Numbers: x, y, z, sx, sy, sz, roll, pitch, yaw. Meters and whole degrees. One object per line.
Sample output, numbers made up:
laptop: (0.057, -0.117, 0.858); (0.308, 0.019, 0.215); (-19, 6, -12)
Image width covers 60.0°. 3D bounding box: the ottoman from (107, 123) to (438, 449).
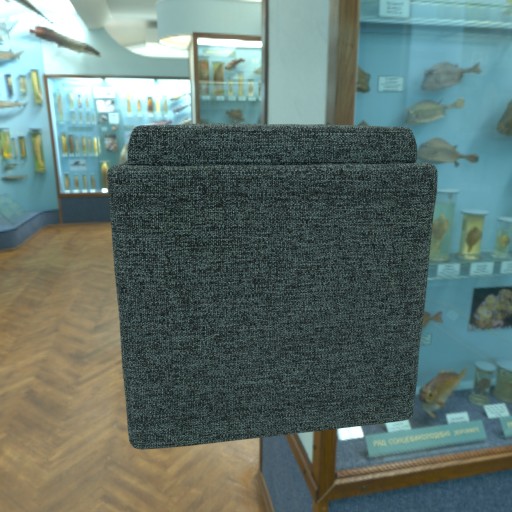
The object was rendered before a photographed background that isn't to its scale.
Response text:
ottoman: (0.000, 0.000, 0.819); (0.450, 0.463, 0.450); (-3, 15, -10)
